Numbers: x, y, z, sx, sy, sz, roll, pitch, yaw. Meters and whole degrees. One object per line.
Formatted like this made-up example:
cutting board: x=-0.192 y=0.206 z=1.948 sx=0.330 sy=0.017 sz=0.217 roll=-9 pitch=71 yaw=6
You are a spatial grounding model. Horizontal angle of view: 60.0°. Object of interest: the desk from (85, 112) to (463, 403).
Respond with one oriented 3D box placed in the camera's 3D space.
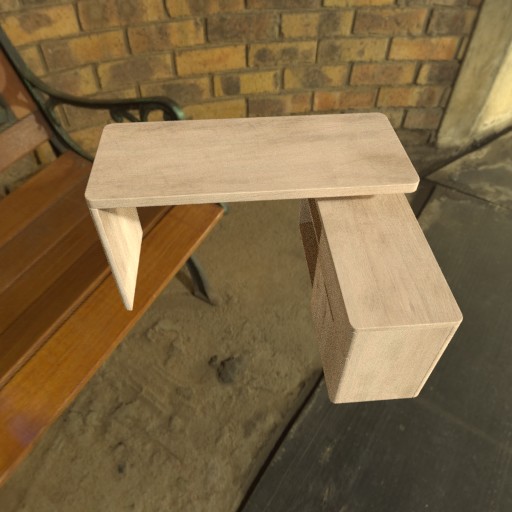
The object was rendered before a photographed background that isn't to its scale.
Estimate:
desk: x=0.000 y=0.000 z=2.099 sx=1.400 sy=0.770 sz=1.175 roll=-3 pitch=47 yaw=-3
